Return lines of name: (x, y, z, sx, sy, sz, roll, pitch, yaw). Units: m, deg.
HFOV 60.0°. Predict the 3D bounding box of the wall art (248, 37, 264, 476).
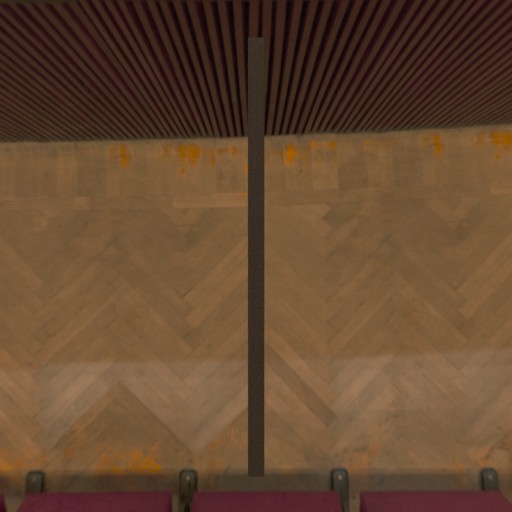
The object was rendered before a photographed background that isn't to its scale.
wall art: (0.000, 0.000, 1.533, 0.038, 1.016, 1.016, 0, 91, 0)
